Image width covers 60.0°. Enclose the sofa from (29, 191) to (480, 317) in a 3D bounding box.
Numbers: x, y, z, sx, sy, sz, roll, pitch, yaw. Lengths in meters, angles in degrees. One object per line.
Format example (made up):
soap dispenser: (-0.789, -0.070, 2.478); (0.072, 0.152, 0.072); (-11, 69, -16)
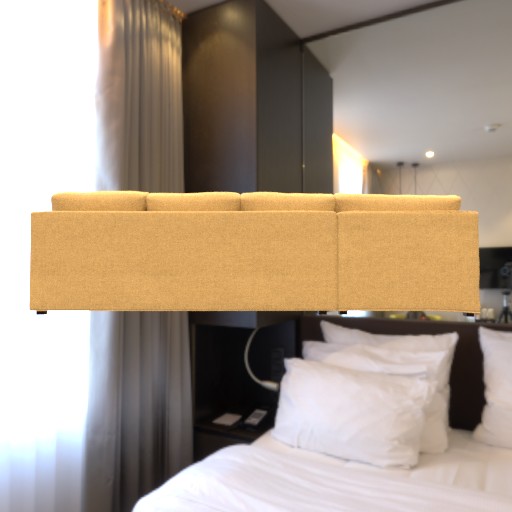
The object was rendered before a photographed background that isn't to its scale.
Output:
sofa: (0.000, 0.000, 3.924); (3.205, 0.922, 1.650); (0, -2, -1)
